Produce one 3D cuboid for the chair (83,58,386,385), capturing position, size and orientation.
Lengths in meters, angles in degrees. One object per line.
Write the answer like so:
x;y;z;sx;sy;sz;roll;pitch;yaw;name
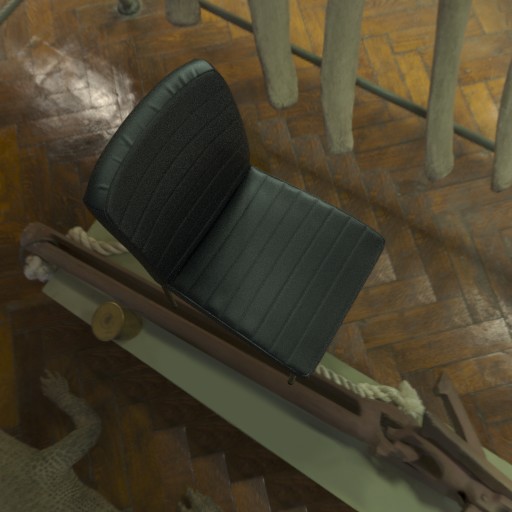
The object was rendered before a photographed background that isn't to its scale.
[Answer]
0.000;0.000;1.202;0.572;0.872;0.450;31;76;8;chair
